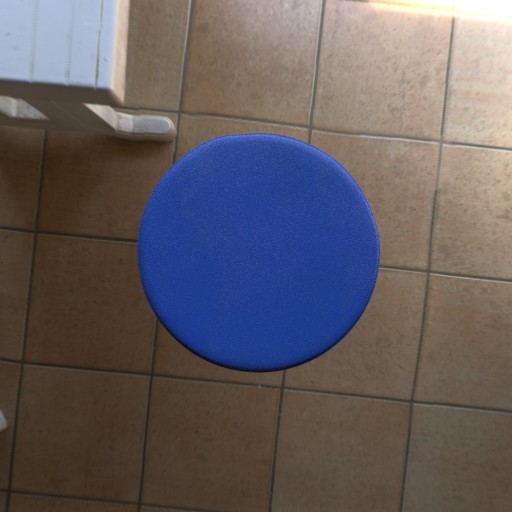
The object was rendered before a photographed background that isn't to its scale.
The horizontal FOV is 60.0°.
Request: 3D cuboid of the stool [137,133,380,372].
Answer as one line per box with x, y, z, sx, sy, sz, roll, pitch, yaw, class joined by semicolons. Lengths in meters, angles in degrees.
0.000;0.000;0.671;0.381;0.365;0.382;0;90;0;stool
